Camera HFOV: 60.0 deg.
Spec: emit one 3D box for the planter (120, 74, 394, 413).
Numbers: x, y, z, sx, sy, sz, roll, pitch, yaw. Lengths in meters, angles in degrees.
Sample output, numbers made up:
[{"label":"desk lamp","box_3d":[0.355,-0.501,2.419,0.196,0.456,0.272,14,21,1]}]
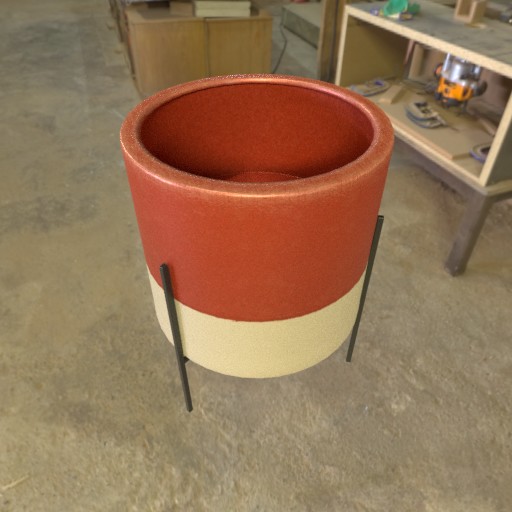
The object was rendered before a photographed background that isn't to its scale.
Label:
[{"label":"planter","box_3d":[0.000,0.000,0.718,0.345,0.465,0.354,-13,43,-15]}]
